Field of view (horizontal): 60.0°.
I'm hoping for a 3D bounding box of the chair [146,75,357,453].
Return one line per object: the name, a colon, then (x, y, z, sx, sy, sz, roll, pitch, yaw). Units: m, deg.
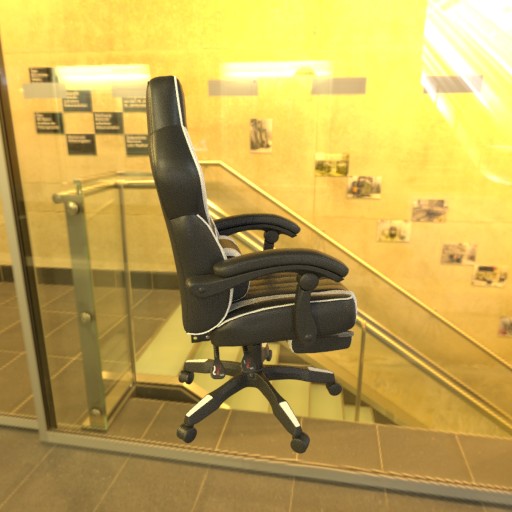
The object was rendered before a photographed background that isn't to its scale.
chair: (0.000, 0.000, 1.611, 0.700, 1.200, 0.676, -3, 16, -9)
